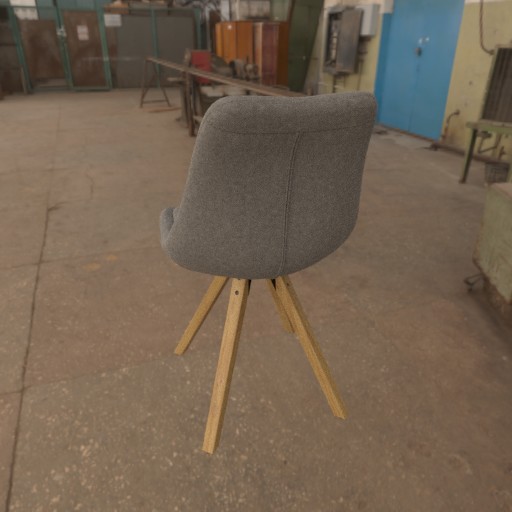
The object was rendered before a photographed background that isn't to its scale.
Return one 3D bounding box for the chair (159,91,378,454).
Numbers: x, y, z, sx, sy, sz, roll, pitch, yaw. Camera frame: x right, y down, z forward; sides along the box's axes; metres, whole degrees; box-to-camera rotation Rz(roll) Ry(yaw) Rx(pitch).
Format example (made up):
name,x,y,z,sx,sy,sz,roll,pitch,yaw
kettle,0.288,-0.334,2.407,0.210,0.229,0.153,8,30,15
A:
name,x,y,z,sx,sy,sz,roll,pitch,yaw
chair,0.000,0.000,1.170,0.483,0.865,0.550,-8,28,-16
